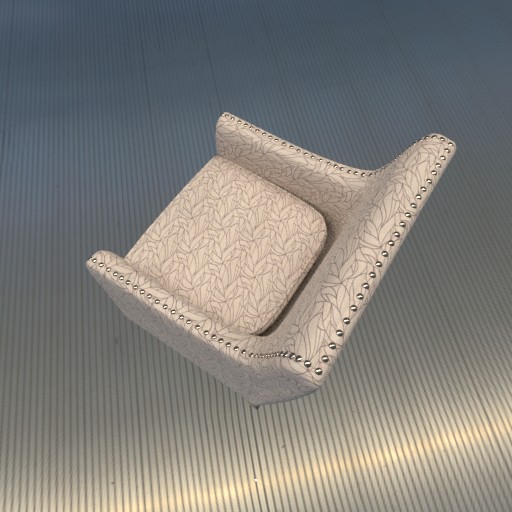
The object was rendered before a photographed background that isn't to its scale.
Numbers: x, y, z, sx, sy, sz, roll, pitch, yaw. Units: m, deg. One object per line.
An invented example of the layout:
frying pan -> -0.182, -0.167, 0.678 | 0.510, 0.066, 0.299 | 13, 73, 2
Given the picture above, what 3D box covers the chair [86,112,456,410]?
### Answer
chair -> 0.000, 0.000, 1.258 | 0.651, 0.816, 0.623 | 30, 67, 14
